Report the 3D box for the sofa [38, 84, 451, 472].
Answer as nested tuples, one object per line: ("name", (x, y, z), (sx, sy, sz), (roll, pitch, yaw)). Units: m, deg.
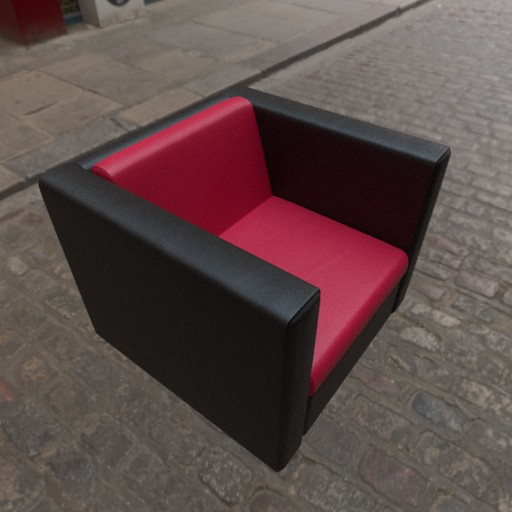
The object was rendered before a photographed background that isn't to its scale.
("sofa", (0.000, 0.000, 1.430), (0.809, 0.724, 0.839), (27, 48, 27))
